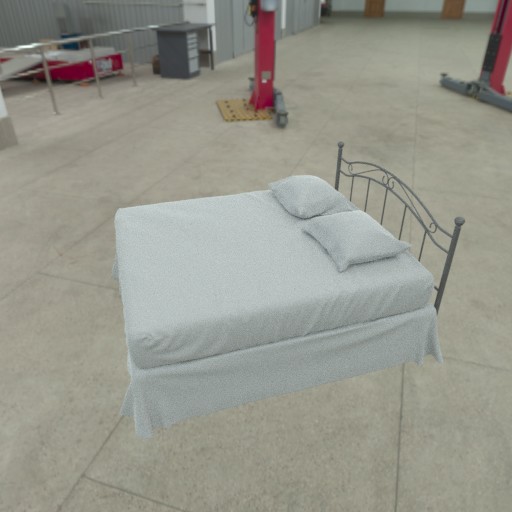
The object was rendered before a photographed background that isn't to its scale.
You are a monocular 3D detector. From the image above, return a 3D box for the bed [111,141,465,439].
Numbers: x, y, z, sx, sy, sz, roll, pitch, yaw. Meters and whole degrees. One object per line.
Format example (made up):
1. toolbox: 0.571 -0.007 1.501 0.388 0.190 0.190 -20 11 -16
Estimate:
1. bed: 0.000 0.000 3.332 2.215 1.080 1.936 -9 33 -15
